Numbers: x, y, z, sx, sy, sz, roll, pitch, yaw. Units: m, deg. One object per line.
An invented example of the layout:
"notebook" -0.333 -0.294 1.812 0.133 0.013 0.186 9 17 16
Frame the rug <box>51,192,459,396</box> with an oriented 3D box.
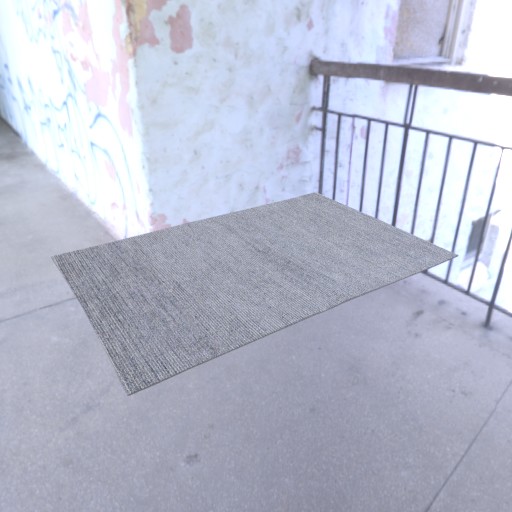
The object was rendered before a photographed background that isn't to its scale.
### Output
"rug" 0.000 0.000 2.308 1.789 0.021 1.159 -17 32 -29
